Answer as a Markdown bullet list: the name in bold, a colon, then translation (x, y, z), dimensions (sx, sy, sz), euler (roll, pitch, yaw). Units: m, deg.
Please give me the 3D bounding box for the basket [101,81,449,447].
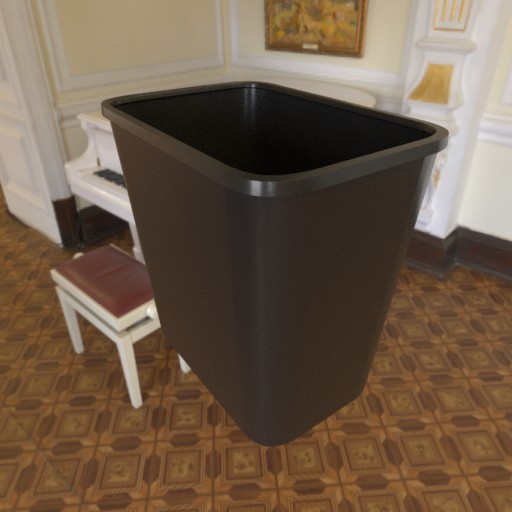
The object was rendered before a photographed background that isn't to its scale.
- **basket**: translation (0.000, 0.000, 0.488), dimensions (0.211, 0.307, 0.300), euler (-21, 37, -30)
